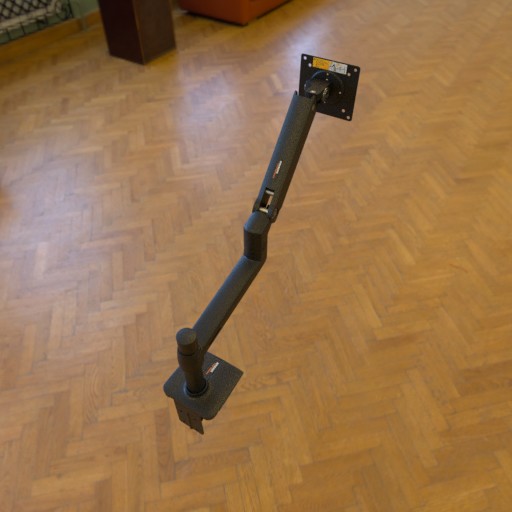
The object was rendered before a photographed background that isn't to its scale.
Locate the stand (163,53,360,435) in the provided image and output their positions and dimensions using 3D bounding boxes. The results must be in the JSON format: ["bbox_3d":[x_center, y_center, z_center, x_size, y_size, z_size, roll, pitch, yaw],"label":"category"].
[{"bbox_3d":[0.000,0.000,1.075,0.152,0.713,0.650,24,51,21],"label":"stand"}]
